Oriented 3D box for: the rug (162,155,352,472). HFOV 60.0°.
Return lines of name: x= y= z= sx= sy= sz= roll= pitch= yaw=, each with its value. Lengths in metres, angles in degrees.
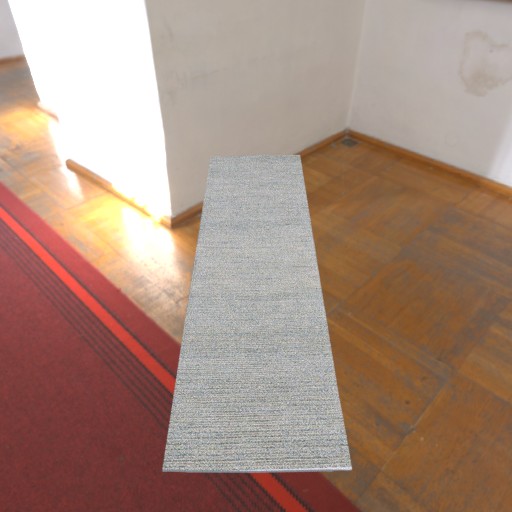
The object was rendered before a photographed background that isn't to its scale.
rug: x=0.000 y=0.000 z=2.452 sx=0.675 sy=0.037 sz=2.341 roll=0 pitch=41 yaw=0
